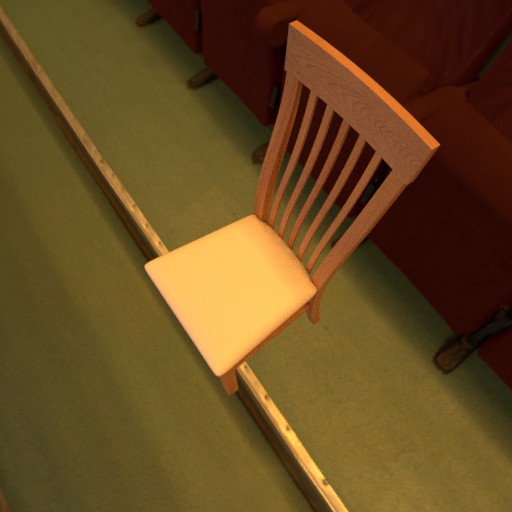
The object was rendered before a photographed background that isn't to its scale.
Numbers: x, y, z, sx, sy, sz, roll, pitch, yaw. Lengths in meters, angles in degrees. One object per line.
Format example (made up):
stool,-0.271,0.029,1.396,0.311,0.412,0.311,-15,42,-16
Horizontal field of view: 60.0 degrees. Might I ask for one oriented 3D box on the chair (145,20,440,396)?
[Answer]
chair,0.000,0.000,1.333,0.580,1.050,0.450,-33,68,-15
